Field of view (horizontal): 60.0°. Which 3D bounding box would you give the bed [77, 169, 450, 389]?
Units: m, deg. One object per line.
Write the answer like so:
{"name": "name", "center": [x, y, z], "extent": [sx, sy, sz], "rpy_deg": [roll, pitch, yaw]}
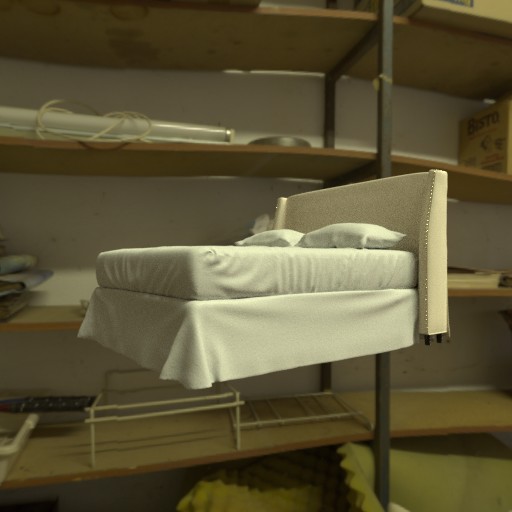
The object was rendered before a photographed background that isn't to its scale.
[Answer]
{"name": "bed", "center": [0.000, 0.000, 3.482], "extent": [2.276, 1.332, 1.925], "rpy_deg": [1, -1, -36]}
